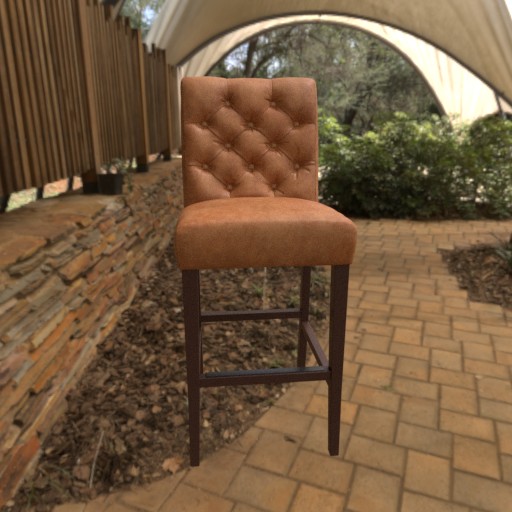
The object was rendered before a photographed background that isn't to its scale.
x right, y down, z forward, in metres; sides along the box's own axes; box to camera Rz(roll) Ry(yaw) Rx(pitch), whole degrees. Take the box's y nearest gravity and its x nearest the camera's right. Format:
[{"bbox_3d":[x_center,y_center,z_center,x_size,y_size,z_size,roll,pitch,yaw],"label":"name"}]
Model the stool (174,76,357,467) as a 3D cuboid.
[{"bbox_3d":[0.000,0.000,1.456,0.493,1.140,0.601,-2,17,-6],"label":"stool"}]
